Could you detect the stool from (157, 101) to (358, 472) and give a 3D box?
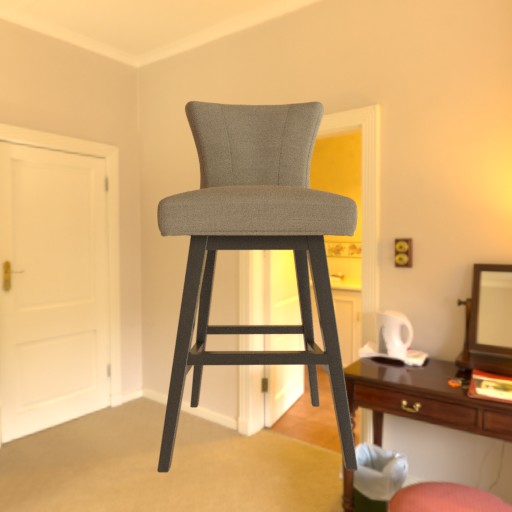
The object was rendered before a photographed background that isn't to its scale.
[{"bbox_3d":[0.000,0.000,1.391,0.514,1.086,0.574,0,2,-1],"label":"stool"}]
